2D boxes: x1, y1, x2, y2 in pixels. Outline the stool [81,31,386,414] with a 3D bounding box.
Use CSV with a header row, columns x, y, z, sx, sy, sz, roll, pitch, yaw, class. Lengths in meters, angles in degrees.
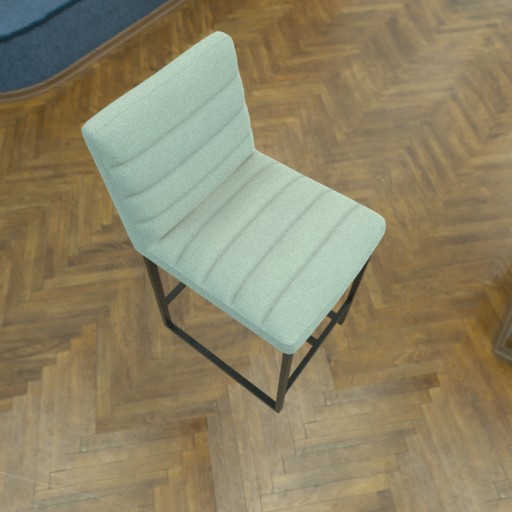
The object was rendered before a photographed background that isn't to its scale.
x,y,z,sx,sy,sz,roll,pitch,yaw,class
0.000,0.000,1.283,0.567,0.971,0.459,33,63,19,stool
